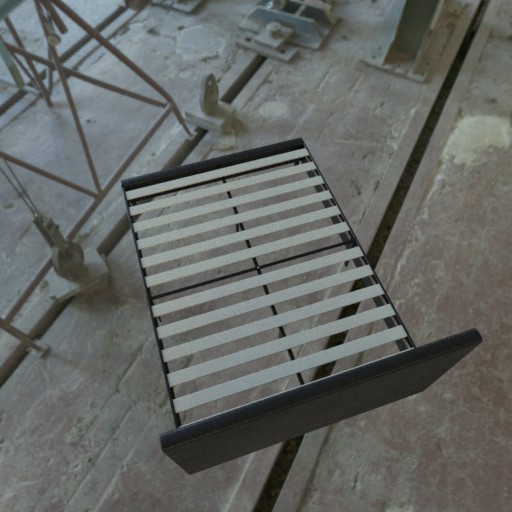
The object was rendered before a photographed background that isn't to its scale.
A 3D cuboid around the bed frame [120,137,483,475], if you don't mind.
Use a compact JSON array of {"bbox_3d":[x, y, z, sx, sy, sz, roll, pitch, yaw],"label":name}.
[{"bbox_3d":[0.000,0.000,3.126,1.634,1.127,2.318,-16,59,-10],"label":"bed frame"}]
